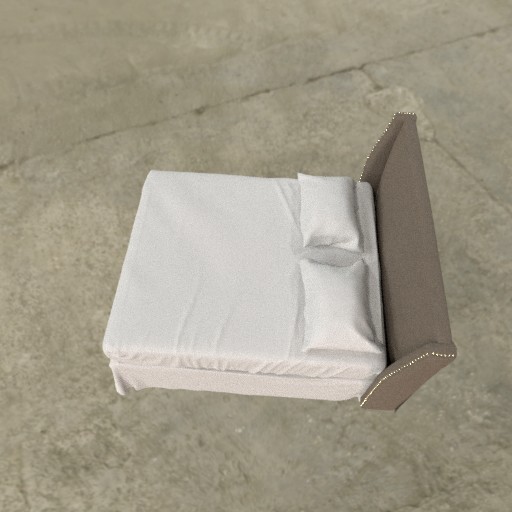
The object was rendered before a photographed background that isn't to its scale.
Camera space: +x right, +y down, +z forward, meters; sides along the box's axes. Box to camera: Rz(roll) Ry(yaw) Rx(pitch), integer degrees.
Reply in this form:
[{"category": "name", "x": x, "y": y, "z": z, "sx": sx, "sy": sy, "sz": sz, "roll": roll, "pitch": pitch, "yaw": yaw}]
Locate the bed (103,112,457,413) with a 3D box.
[{"category": "bed", "x": 0.000, "y": 0.000, "z": 3.400, "sx": 2.276, "sy": 1.332, "sz": 1.925, "roll": 4, "pitch": 58, "yaw": 2}]
